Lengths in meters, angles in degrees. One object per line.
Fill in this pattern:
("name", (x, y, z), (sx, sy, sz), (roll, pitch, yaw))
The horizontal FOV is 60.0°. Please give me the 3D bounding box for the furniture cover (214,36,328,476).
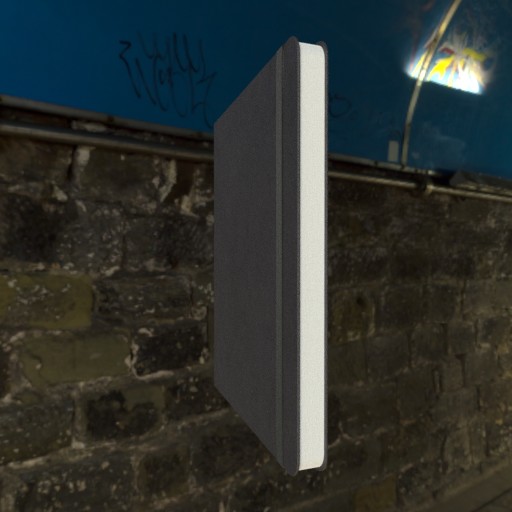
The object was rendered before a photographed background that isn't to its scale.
("furniture cover", (0.000, 0.000, 0.377), (0.023, 0.281, 0.216), (0, 1, -19))
